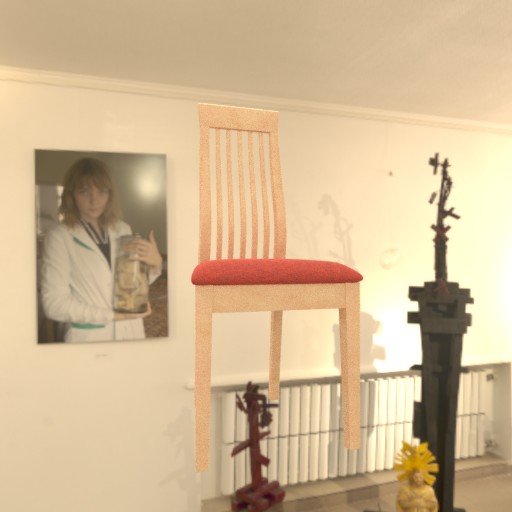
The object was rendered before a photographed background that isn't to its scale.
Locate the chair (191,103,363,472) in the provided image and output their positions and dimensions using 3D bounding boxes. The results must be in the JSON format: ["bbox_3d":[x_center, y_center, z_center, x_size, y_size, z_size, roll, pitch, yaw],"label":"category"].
[{"bbox_3d":[0.000,0.000,1.332,0.460,1.027,0.474,0,-1,-17],"label":"chair"}]
